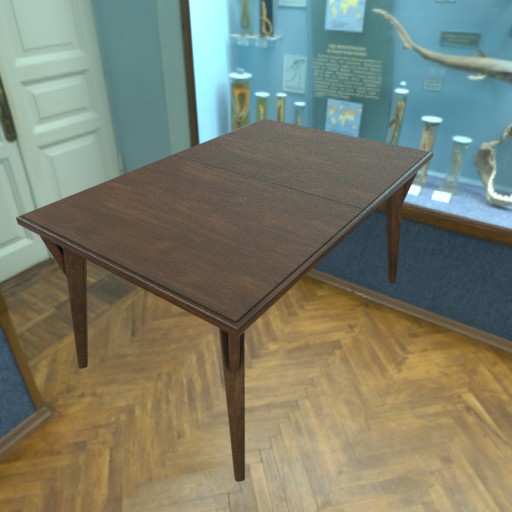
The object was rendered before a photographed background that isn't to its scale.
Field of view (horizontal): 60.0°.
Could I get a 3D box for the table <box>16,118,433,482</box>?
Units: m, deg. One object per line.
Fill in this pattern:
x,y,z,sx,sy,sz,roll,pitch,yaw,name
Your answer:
0.000,0.000,2.041,0.990,0.761,1.524,21,39,29,table
